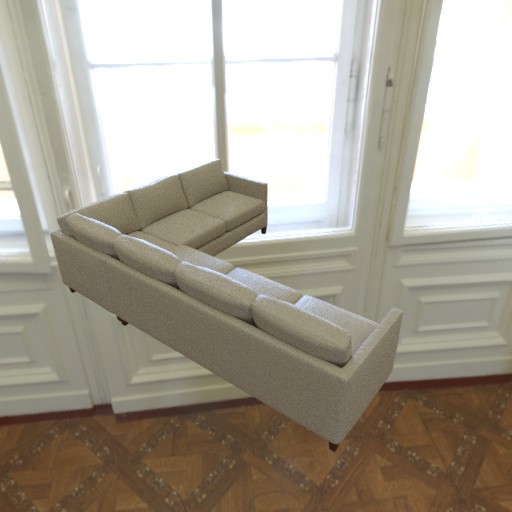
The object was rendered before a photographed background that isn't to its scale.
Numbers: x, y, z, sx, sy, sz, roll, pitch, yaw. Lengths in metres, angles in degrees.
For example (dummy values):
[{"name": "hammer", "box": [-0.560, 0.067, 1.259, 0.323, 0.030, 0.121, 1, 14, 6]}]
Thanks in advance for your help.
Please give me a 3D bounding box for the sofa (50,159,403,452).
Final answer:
[{"name": "sofa", "box": [0.000, 0.000, 4.507, 3.333, 0.934, 2.522, 21, 36, 32]}]
